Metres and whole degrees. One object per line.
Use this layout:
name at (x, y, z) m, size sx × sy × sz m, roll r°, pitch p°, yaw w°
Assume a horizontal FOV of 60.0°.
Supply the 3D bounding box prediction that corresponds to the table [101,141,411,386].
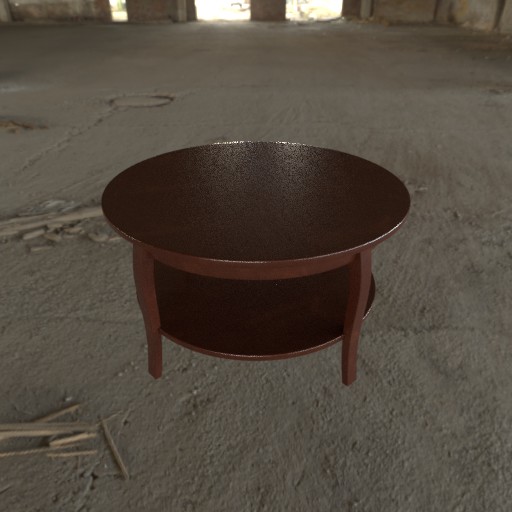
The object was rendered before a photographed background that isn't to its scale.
table at (0.000, 0.000, 1.488) m, size 0.911 × 0.512 × 0.911 m, roll 0°, pitch 31°, yaw 0°
